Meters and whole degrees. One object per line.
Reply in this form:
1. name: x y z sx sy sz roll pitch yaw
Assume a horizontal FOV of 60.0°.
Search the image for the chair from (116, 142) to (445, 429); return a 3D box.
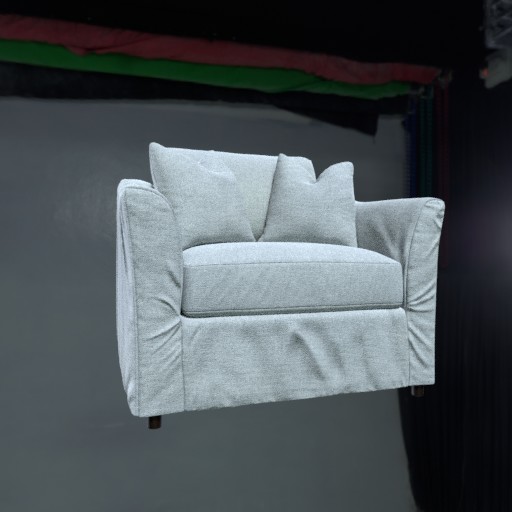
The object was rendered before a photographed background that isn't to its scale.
1. chair: 0.000 0.000 2.002 1.194 1.059 1.071 0 1 -18
